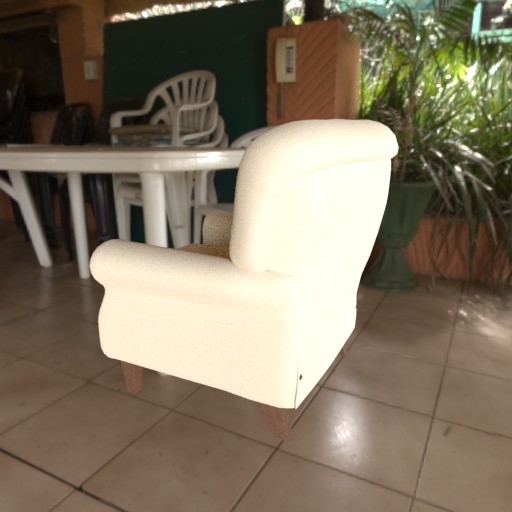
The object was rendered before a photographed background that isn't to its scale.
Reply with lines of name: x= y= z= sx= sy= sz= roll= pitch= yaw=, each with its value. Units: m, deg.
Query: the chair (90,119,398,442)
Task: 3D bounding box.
chair: x=0.000 y=0.000 z=2.001 sx=1.132 sy=1.169 sz=1.035 roll=7 pitch=17 yaw=26
